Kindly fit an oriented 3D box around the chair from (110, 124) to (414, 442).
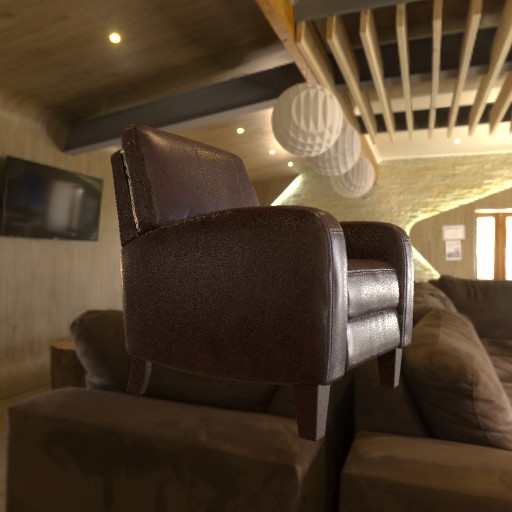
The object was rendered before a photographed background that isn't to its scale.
[{"bbox_3d":[0.000,0.000,1.679,0.990,0.990,0.762,-1,-1,36],"label":"chair"}]
